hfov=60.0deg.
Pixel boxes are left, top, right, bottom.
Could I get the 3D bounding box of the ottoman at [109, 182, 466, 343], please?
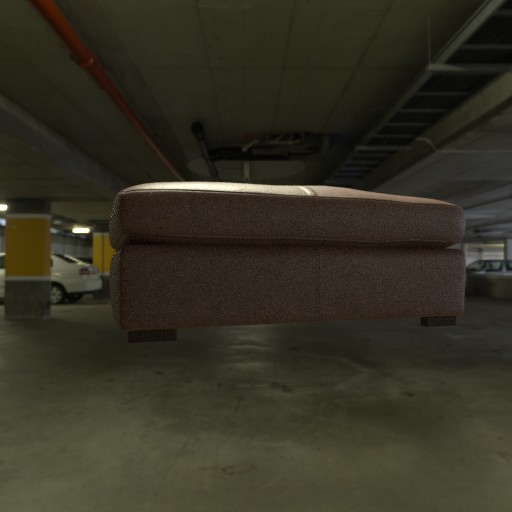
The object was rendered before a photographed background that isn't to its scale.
[{"bbox_3d":[0.000,0.000,1.852,1.168,0.490,1.168,0,-1,-19],"label":"ottoman"}]
